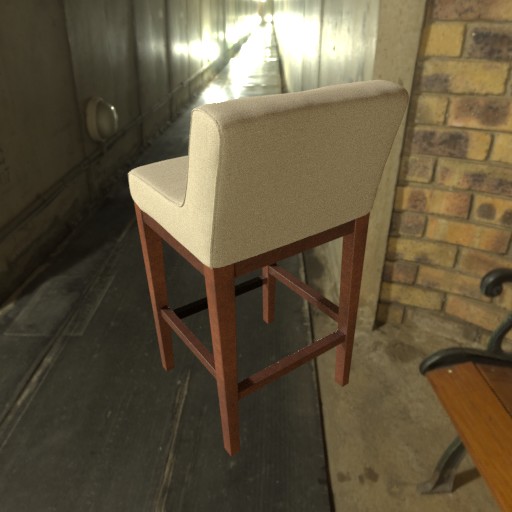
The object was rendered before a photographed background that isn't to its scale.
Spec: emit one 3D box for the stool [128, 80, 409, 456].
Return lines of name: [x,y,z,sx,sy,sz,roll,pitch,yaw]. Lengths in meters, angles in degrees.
stool: [0.000,0.000,1.242,0.511,0.937,0.500,-20,36,-30]
